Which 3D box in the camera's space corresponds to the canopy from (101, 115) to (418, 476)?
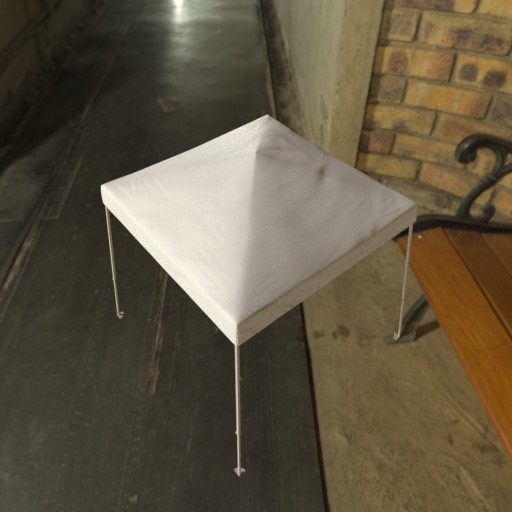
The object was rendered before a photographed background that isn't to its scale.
[{"bbox_3d":[0.000,0.000,6.632,3.600,3.600,3.599,-31,54,-26],"label":"canopy"}]
